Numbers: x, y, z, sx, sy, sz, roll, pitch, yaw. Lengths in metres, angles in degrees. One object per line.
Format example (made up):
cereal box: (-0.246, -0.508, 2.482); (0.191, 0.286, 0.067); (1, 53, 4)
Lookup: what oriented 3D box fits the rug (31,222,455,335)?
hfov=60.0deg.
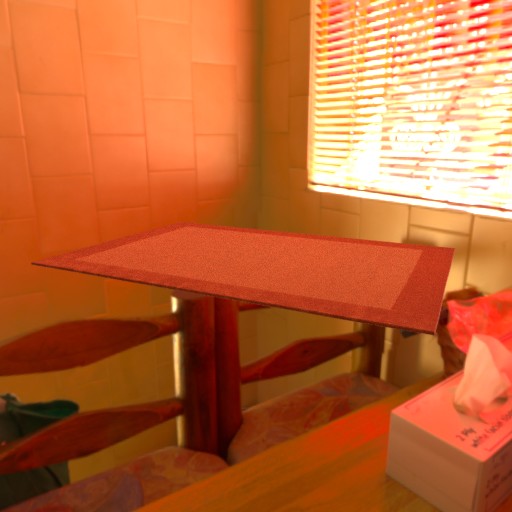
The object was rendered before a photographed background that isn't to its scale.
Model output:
rug: (0.000, 0.000, 2.285); (1.829, 0.014, 1.219); (7, 16, 25)
